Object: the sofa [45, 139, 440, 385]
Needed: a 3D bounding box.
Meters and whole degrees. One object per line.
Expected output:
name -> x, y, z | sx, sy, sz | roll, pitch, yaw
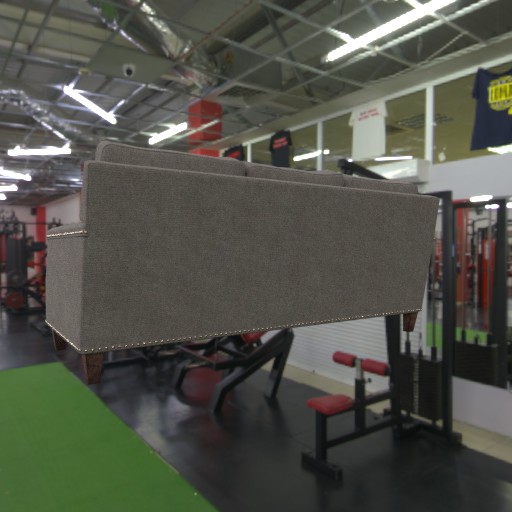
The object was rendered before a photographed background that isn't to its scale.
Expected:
sofa -> 0.000, 0.000, 2.707 | 2.226, 1.042, 1.034 | -1, 1, -34
